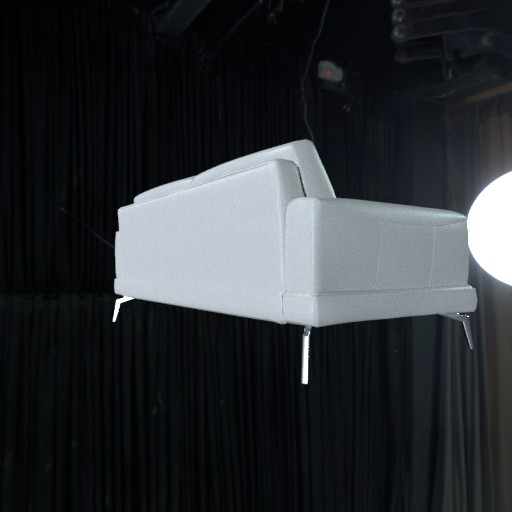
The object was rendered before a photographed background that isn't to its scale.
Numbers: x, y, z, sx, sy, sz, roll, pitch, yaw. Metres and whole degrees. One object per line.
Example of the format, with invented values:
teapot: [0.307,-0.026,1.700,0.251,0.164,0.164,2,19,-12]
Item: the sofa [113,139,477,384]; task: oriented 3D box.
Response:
sofa: [0.000,0.000,2.686,1.121,0.930,2.177,1,-1,-36]
